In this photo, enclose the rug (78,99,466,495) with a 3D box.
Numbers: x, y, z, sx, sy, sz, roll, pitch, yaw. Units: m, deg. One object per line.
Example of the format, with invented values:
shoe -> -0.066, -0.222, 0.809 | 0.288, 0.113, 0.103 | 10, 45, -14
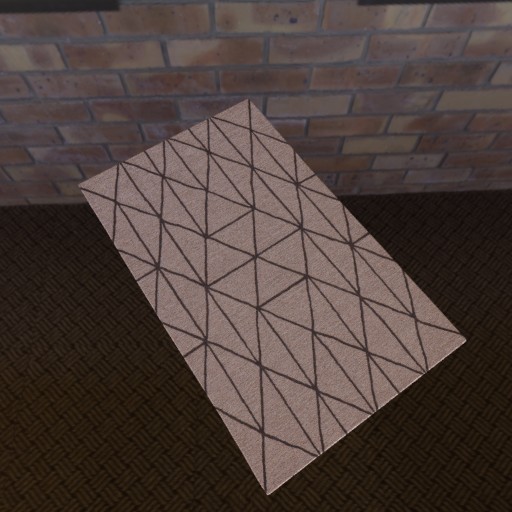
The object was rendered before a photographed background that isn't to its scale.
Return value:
rug -> 0.000, 0.000, 3.041 | 1.526, 0.008, 2.465 | -31, 68, -14
